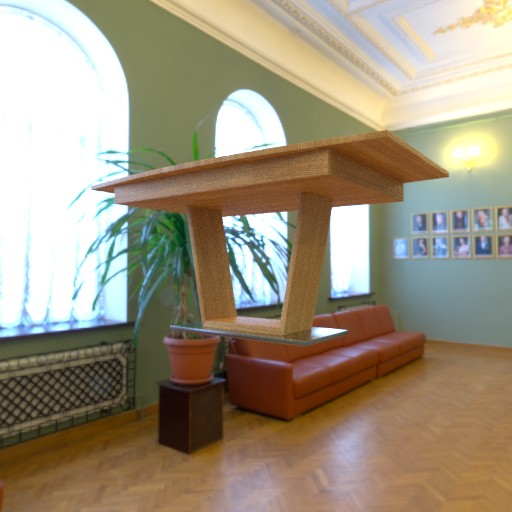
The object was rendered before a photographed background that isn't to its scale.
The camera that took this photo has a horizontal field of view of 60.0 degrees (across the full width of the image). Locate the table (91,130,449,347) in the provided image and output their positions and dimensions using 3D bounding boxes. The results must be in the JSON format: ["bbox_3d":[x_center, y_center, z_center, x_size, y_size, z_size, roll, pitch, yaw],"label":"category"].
[{"bbox_3d":[0.000,0.000,2.158,1.598,0.748,0.900,-1,-2,37],"label":"table"}]
